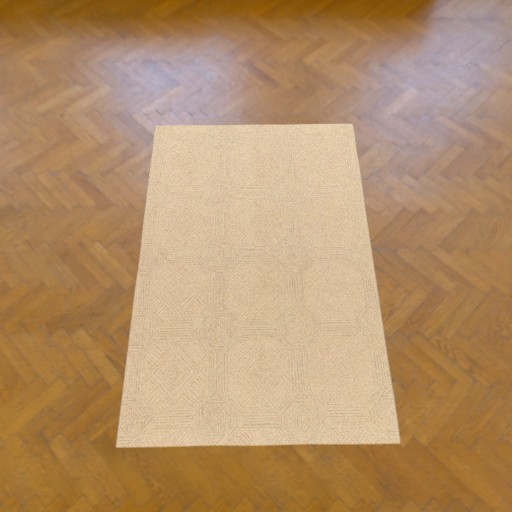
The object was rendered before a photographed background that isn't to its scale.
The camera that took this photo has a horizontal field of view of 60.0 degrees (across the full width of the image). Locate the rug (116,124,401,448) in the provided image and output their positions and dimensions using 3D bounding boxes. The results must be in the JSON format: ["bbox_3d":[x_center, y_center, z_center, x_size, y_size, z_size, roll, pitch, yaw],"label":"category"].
[{"bbox_3d":[0.000,0.000,2.328,1.236,0.009,1.839,-1,62,0],"label":"rug"}]
